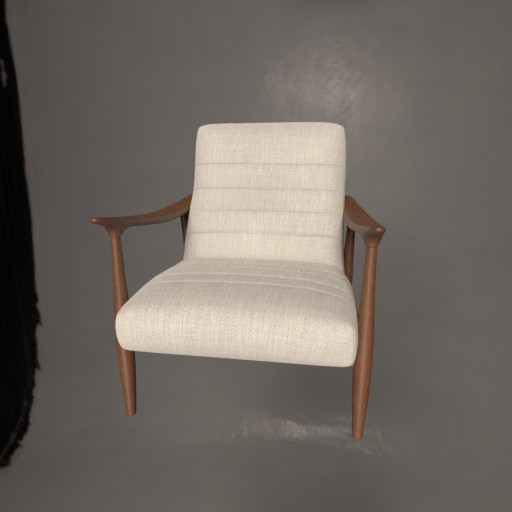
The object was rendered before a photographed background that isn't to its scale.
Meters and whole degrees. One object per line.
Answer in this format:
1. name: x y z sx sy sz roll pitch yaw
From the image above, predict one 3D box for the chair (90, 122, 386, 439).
1. chair: 0.000 0.000 1.431 0.741 0.832 0.798 2 17 8
